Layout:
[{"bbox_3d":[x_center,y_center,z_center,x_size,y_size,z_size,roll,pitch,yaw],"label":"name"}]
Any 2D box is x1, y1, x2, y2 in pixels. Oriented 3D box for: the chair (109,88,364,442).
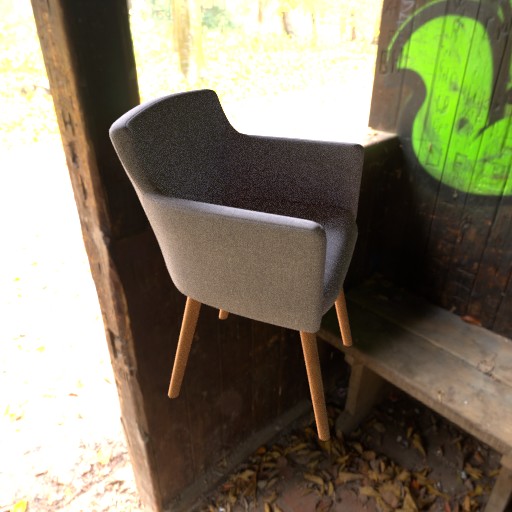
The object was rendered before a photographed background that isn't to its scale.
[{"bbox_3d":[0.000,0.000,1.178,0.540,0.780,0.570,10,32,16],"label":"chair"}]
